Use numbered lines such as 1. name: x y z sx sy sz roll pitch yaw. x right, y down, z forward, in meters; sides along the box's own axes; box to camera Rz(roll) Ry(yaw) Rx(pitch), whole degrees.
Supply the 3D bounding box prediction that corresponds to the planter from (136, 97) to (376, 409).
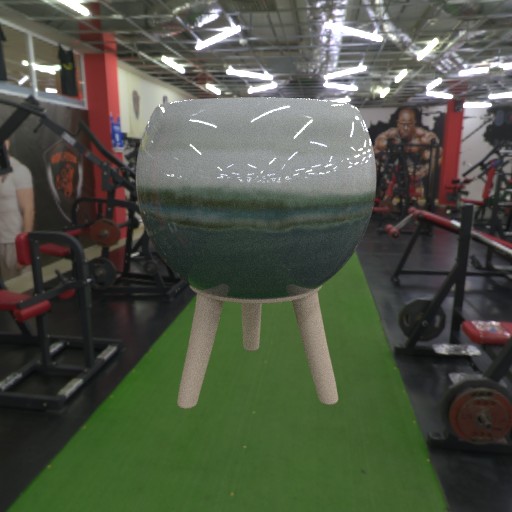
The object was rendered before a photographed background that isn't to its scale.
1. planter: 0.000 0.000 0.439 0.222 0.278 0.222 0 13 0
